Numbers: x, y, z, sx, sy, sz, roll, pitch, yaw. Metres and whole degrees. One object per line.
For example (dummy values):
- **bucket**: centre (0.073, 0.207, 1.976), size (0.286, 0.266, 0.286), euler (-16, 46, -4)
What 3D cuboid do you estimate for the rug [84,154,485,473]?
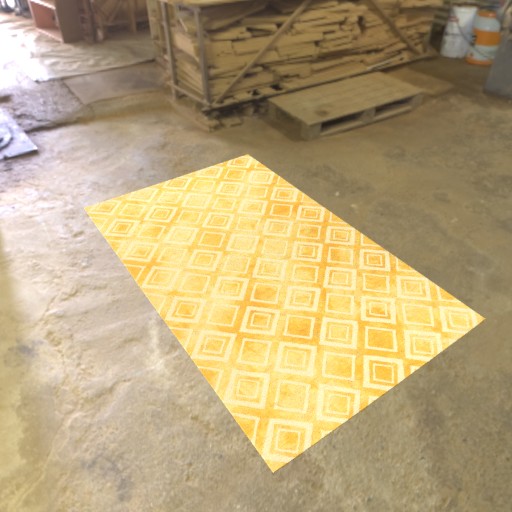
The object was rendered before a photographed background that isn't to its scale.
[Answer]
- **rug**: centre (0.000, 0.000, 2.958), size (1.511, 0.010, 2.424), euler (-24, 46, -26)
